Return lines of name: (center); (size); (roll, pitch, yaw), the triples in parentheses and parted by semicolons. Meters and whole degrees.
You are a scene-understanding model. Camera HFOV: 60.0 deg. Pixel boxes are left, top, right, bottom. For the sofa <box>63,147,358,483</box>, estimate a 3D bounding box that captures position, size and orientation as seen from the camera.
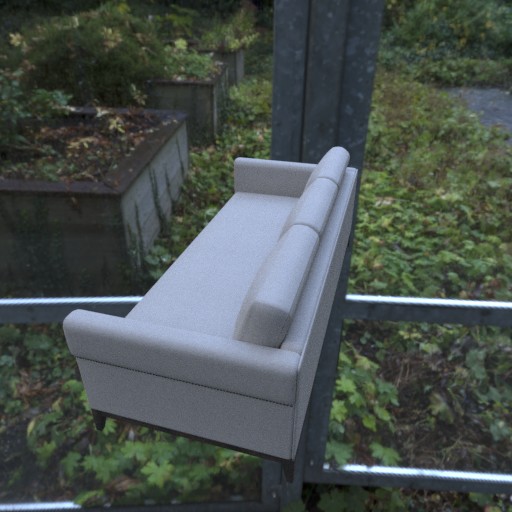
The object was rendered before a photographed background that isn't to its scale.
sofa: (0.000, 0.000, 2.656); (0.959, 0.838, 2.210); (8, 31, 14)
